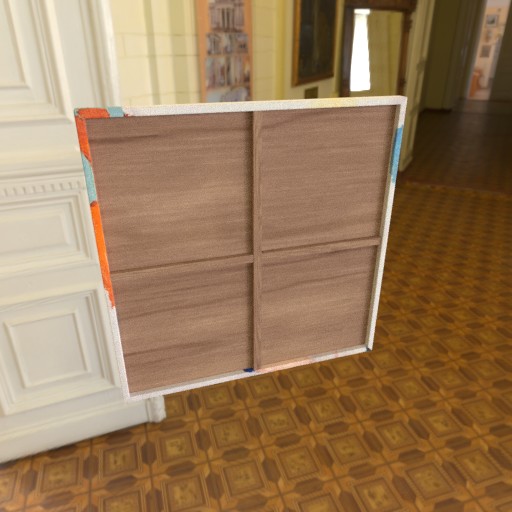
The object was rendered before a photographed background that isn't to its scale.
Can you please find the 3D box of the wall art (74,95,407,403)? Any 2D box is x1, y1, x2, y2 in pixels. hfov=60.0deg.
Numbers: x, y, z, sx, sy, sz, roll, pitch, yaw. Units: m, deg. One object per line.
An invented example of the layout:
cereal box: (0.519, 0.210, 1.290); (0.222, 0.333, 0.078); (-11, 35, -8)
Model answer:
wall art: (0.000, 0.000, 1.231); (0.814, 0.814, 0.037); (-8, 27, -16)
